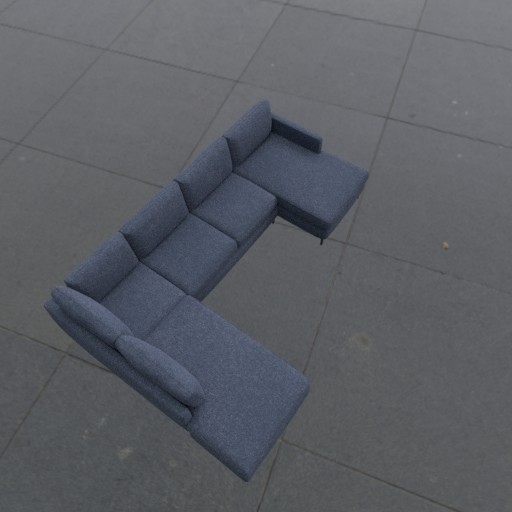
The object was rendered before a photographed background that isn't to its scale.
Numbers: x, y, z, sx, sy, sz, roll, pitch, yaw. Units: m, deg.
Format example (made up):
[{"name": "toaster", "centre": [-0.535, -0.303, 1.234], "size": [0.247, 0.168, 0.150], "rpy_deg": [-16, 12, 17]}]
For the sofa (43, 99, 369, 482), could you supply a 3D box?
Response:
[{"name": "sofa", "centre": [0.000, 0.000, 3.910], "size": [2.007, 0.813, 2.956], "rpy_deg": [31, 63, 18]}]
